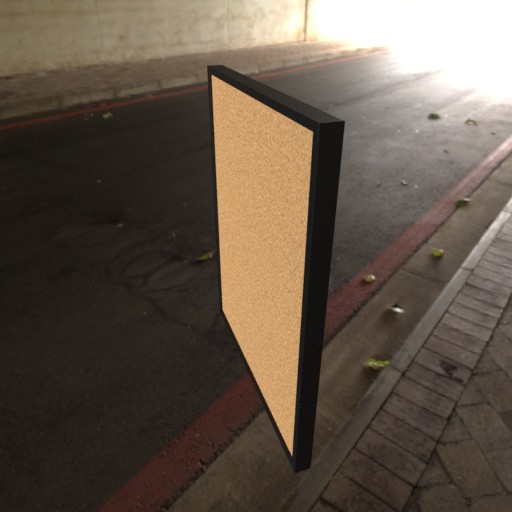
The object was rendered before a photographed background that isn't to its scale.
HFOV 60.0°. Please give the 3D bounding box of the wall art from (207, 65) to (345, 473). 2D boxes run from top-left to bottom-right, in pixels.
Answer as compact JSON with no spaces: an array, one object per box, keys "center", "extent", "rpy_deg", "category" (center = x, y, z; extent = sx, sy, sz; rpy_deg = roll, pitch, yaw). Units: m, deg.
[{"center":[0.000,0.000,0.767],"extent":[0.029,0.559,0.457],"rpy_deg":[-10,32,-17],"category":"wall art"}]
